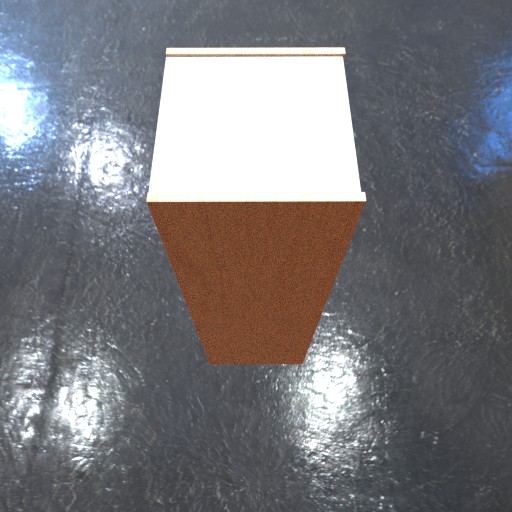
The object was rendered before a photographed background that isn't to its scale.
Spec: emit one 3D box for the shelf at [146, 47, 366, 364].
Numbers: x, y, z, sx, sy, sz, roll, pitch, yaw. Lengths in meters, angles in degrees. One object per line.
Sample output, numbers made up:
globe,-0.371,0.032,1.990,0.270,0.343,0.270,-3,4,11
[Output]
shelf,0.000,0.000,1.053,0.290,0.900,0.300,0,63,0
